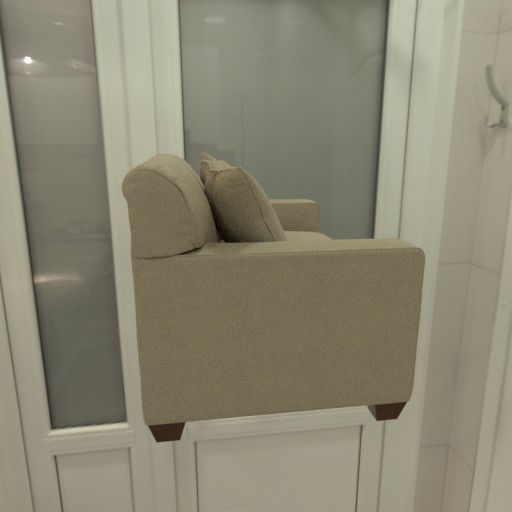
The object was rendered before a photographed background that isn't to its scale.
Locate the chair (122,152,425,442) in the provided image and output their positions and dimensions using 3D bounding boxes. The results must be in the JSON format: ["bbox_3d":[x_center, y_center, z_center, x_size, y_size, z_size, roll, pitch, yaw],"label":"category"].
[{"bbox_3d":[0.000,0.000,2.083,1.000,0.948,1.383,-2,14,-9],"label":"chair"}]
